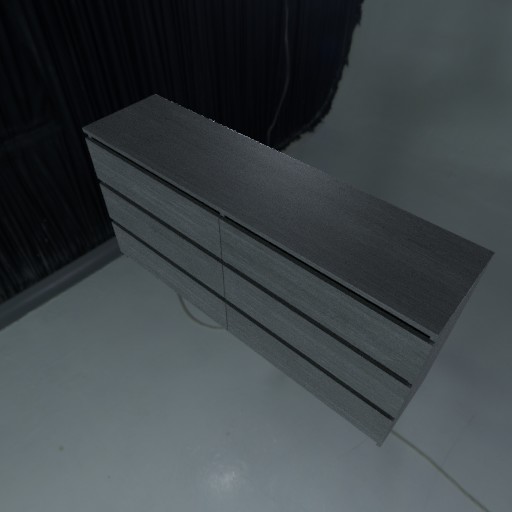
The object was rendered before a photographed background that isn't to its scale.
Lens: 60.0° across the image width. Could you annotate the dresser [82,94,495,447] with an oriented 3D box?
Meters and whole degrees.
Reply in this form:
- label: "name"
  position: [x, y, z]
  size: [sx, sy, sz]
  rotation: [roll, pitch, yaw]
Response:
- label: "dresser"
  position: [0.000, 0.000, 1.899]
  size: [1.590, 0.795, 0.400]
  rotation: [32, 54, 27]
